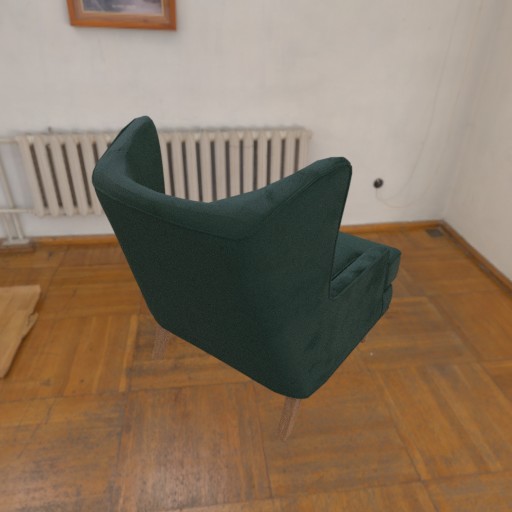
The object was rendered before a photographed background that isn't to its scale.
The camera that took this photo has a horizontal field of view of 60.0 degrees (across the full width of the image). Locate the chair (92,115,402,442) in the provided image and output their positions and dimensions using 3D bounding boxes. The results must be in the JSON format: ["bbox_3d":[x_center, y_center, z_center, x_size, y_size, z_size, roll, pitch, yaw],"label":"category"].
[{"bbox_3d":[0.000,0.000,1.621,0.793,0.952,0.910,21,36,32],"label":"chair"}]
